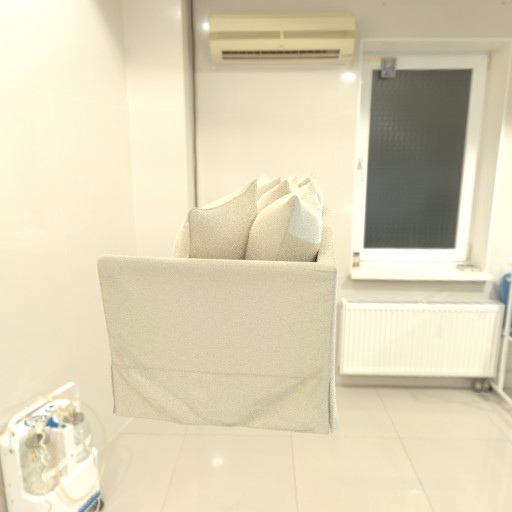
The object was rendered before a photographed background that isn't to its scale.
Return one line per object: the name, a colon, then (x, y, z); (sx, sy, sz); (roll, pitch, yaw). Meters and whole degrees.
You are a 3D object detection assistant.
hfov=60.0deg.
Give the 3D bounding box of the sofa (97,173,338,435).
sofa: (0.000, 0.000, 2.874); (1.031, 1.034, 2.290); (2, 13, 8)
